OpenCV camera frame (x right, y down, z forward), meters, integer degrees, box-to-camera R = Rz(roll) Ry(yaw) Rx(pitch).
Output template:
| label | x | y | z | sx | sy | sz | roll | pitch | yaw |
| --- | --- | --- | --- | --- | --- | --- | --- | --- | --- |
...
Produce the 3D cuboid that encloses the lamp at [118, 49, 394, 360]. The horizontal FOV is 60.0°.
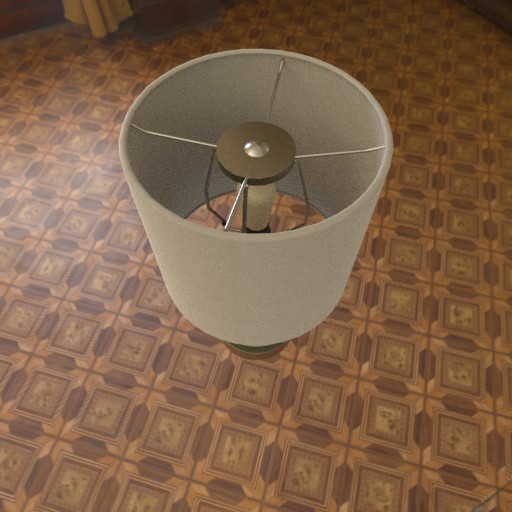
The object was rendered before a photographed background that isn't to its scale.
| label | x | y | z | sx | sy | sz | roll | pitch | yaw |
| --- | --- | --- | --- | --- | --- | --- | --- | --- | --- |
| lamp | 0.000 | 0.000 | 0.476 | 0.201 | 0.353 | 0.201 | -14 | 59 | -9 |
